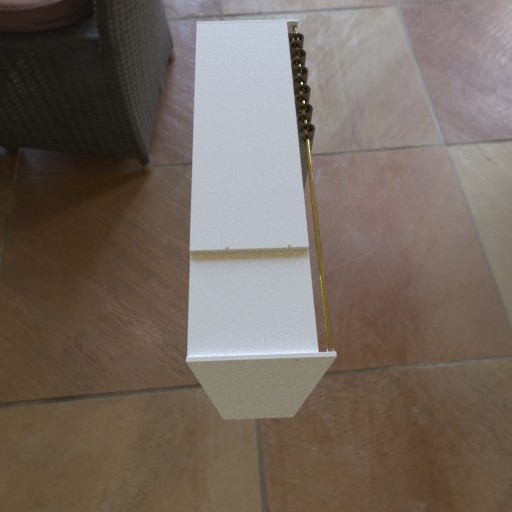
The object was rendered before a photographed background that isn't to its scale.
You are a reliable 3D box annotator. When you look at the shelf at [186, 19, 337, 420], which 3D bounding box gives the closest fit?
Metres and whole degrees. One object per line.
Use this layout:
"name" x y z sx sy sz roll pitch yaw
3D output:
"shelf" 0.000 0.000 2.566 0.500 1.820 1.600 -2 64 -1
